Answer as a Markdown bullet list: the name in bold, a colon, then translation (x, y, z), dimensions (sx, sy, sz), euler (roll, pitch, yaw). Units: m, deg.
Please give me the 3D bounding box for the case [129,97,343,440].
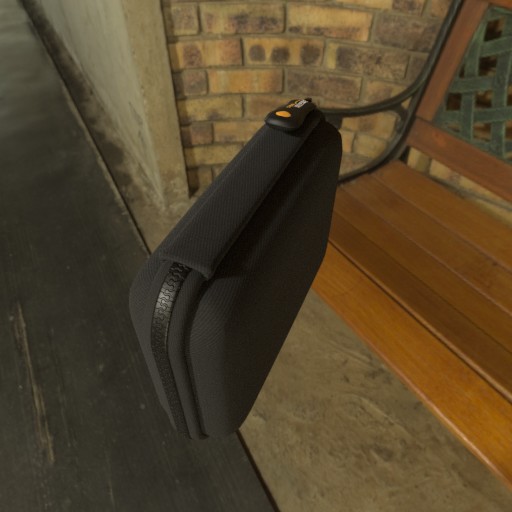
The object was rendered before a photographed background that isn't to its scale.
- **case**: translation (0.000, 0.000, 0.183), dimensions (0.038, 0.105, 0.132), euler (18, 49, 17)
